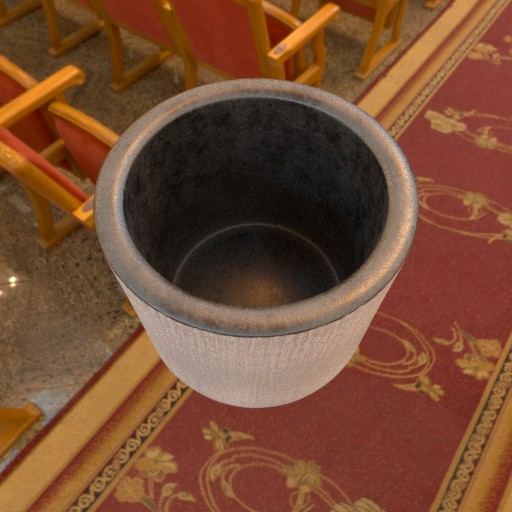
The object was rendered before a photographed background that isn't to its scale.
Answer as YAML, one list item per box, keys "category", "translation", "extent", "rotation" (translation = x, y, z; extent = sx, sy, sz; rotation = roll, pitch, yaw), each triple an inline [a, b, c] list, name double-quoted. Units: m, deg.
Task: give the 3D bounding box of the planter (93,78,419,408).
- category: "planter"
  translation: [0.000, 0.000, 0.217]
  extent: [0.125, 0.112, 0.125]
  rotation: [0, 60, 0]
